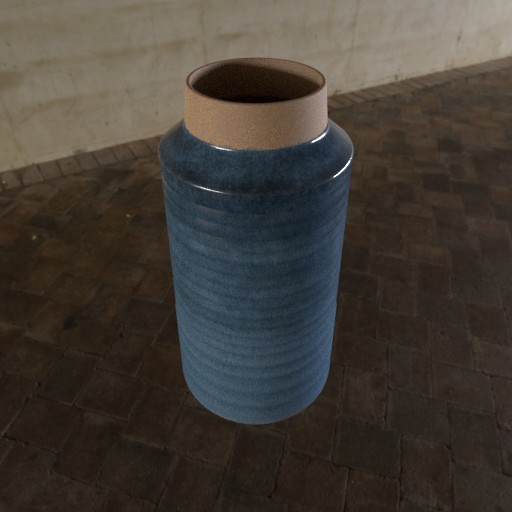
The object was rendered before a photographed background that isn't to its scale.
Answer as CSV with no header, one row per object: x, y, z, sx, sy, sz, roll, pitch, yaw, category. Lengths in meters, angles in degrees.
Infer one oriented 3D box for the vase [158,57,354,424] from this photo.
0.000,0.000,0.403,0.163,0.316,0.163,0,40,0,vase
